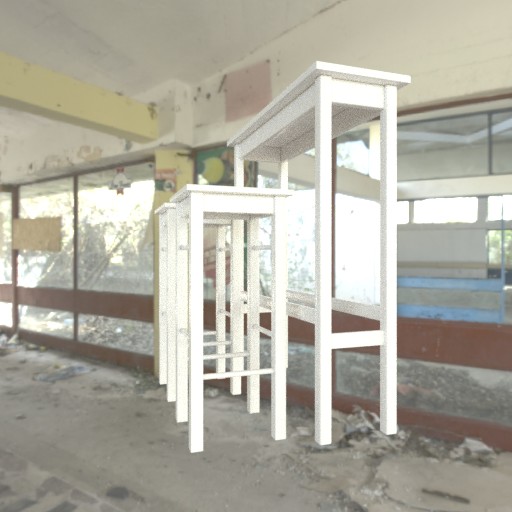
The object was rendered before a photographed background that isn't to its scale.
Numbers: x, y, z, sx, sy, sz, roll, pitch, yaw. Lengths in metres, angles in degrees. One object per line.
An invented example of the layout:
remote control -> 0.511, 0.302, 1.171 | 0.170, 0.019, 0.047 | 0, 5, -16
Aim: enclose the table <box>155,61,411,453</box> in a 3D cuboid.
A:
table -> 0.000, 0.000, 1.634 | 0.650, 1.065, 0.915 | 0, 0, -19
